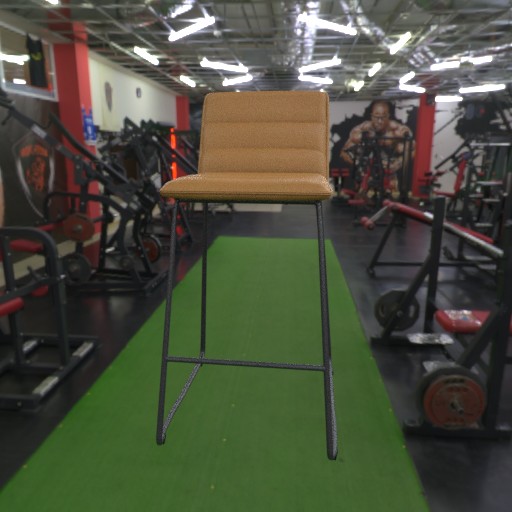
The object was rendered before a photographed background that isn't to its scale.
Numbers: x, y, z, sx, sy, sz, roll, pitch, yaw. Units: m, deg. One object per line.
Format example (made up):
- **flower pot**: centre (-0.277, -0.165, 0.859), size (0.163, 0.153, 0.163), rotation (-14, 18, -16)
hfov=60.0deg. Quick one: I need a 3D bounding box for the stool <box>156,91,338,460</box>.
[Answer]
- **stool**: centre (0.000, 0.000, 1.259), size (0.489, 0.936, 0.524), rotation (2, 14, 7)
